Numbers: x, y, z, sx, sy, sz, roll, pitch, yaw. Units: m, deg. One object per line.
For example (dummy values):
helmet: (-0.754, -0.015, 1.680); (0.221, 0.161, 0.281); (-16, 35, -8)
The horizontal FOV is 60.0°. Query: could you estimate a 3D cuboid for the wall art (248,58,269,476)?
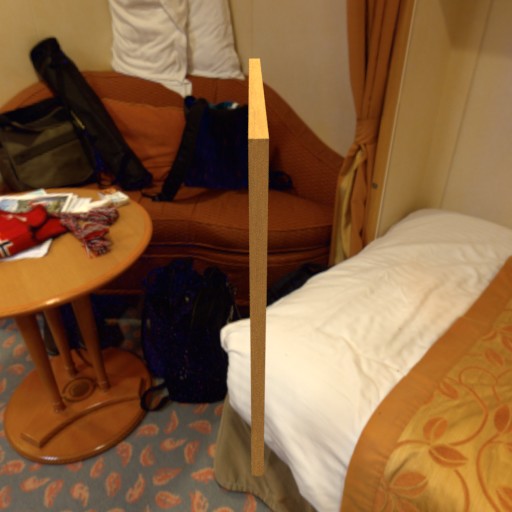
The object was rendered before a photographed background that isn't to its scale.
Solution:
wall art: (0.000, 0.000, 0.767); (0.020, 0.561, 0.460); (0, 33, -1)
